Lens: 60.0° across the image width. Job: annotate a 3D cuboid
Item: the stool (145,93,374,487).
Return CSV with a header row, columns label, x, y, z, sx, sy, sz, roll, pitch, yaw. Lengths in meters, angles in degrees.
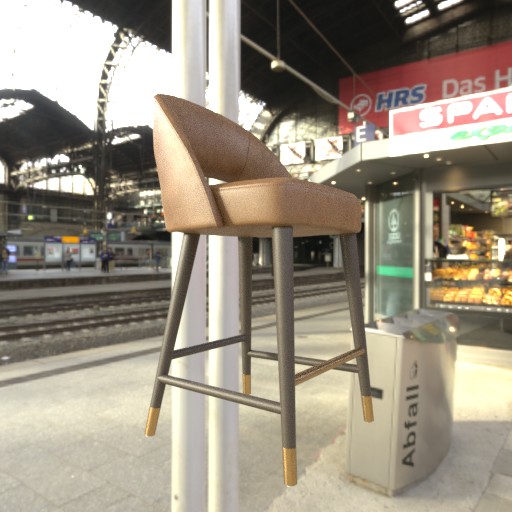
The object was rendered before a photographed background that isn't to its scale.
label,x,y,z,sx,sy,sz,roll,pitch,yaw
stool,0.000,0.000,1.224,0.509,0.940,0.494,0,0,36
